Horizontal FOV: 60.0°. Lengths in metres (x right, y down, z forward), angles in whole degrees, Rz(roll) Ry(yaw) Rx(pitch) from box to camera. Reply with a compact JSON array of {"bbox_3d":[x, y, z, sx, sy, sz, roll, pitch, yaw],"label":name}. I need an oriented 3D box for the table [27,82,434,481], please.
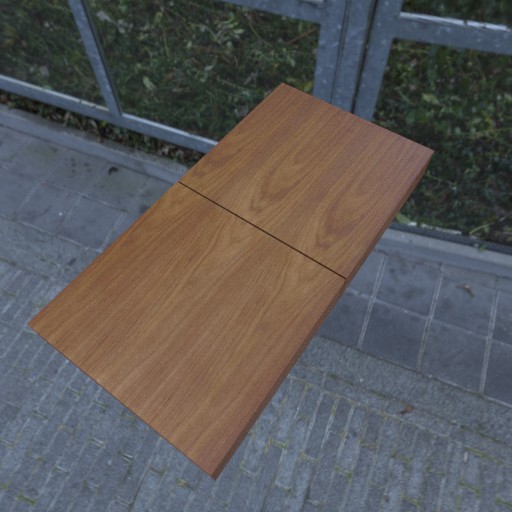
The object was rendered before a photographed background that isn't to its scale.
[{"bbox_3d":[0.000,0.000,1.452,0.610,0.330,1.194,31,63,18],"label":"table"}]
